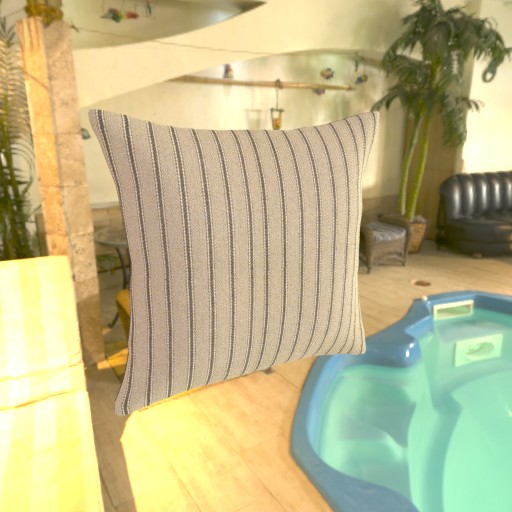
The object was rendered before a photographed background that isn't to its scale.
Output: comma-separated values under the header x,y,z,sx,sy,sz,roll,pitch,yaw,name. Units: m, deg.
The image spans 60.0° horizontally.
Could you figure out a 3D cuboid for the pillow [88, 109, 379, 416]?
x,y,z,sx,sy,sz,roll,pitch,yaw,name
0.000,0.000,0.701,0.468,0.444,0.138,-8,17,-25,pillow
